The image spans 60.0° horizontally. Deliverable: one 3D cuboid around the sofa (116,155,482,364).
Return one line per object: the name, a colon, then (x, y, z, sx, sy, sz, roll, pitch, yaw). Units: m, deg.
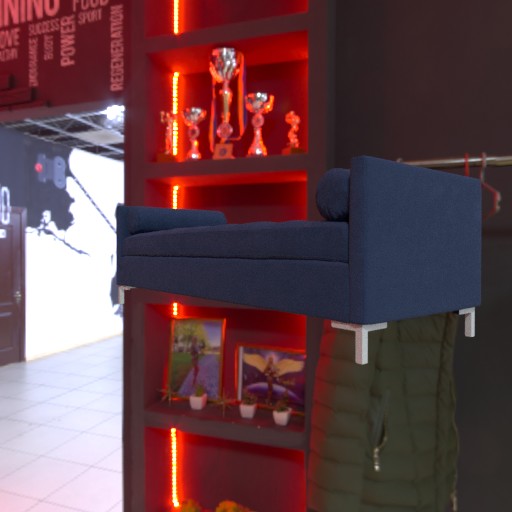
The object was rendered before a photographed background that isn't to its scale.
sofa: (0.000, 0.000, 2.422, 0.797, 0.657, 2.102, -1, 1, -38)
